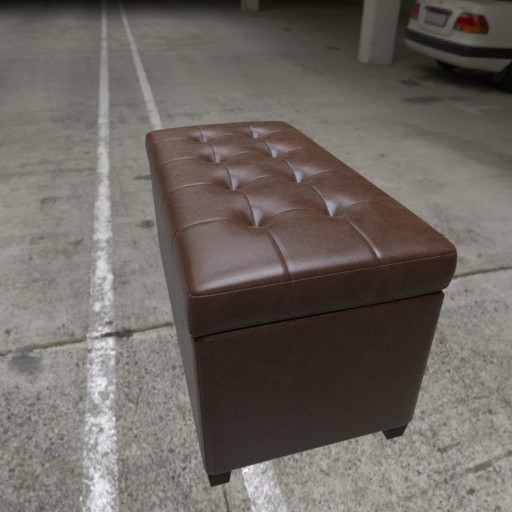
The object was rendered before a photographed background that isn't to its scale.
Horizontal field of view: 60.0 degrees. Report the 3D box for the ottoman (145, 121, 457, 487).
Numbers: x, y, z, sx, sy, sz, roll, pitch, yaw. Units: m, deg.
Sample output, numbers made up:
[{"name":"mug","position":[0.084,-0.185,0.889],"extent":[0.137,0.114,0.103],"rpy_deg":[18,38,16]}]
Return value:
[{"name":"ottoman","position":[0.000,0.000,1.080],"extent":[0.432,0.470,0.838],"rpy_deg":[-8,32,-14]}]
